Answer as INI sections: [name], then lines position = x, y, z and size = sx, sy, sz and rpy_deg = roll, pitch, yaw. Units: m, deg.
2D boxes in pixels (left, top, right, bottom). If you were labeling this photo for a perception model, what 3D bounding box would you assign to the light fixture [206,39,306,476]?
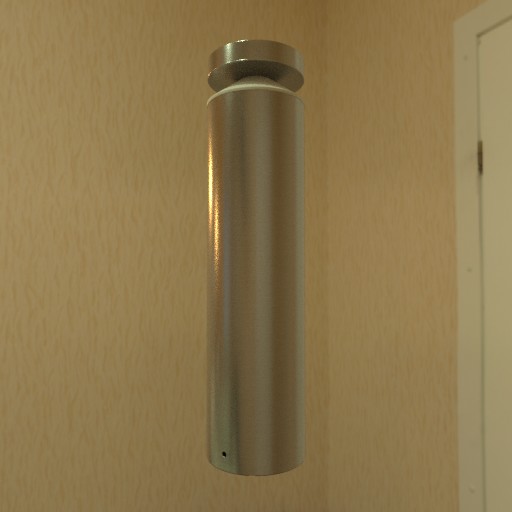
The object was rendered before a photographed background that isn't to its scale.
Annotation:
[light fixture]
position = 0.000, 0.000, 0.456
size = 0.102, 0.400, 0.102
rpy_deg = -1, -2, 36
